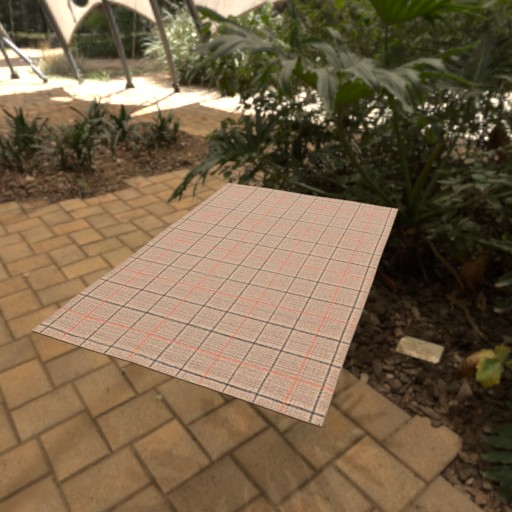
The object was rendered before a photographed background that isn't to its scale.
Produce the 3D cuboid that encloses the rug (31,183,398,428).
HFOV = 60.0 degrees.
[{"bbox_3d":[0.000,0.000,2.332,1.220,0.013,1.829,12,32,20],"label":"rug"}]
